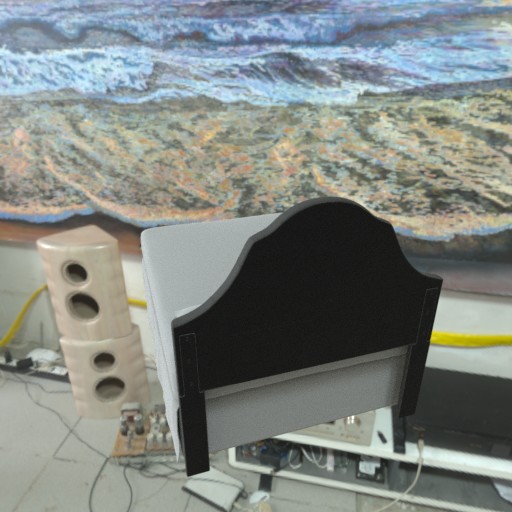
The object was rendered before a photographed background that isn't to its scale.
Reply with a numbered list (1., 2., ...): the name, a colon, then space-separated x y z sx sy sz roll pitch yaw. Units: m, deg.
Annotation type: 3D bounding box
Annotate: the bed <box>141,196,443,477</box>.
1. bed: 0.000 0.000 3.306 1.636 1.575 2.155 -8 27 -16
